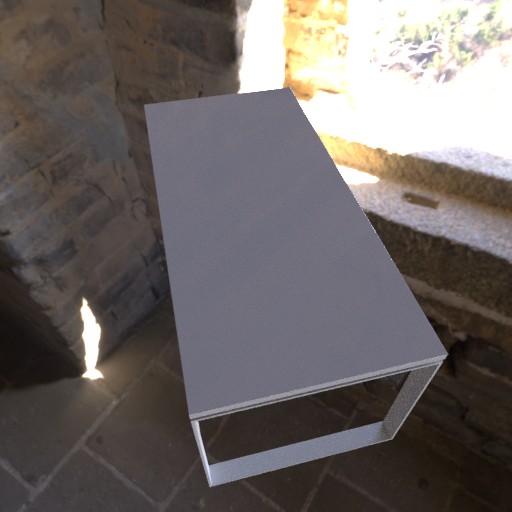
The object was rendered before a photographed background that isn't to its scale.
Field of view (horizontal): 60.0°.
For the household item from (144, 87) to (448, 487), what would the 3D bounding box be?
[{"bbox_3d":[0.000,0.000,2.124,0.800,0.745,1.700,-10,49,-9],"label":"household item"}]
